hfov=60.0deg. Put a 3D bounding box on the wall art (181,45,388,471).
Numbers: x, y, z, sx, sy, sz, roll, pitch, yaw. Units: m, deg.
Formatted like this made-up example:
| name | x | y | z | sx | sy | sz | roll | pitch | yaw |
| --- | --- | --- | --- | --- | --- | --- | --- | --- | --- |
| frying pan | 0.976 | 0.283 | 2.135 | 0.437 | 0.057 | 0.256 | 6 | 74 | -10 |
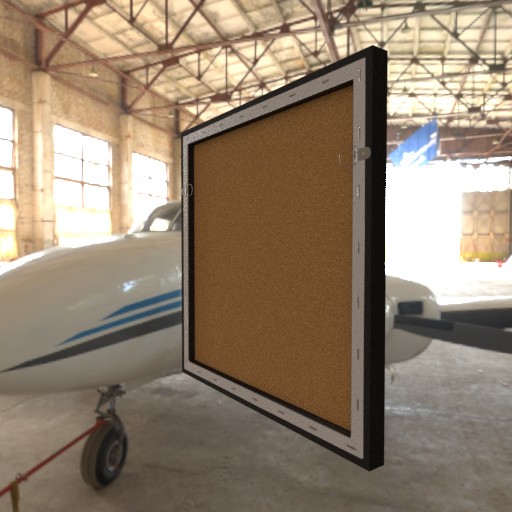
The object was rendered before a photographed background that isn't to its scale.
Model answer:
| name | x | y | z | sx | sy | sz | roll | pitch | yaw |
| --- | --- | --- | --- | --- | --- | --- | --- | --- | --- |
| wall art | 0.000 | 0.000 | 1.106 | 0.044 | 0.758 | 0.758 | -1 | 2 | -35 |
